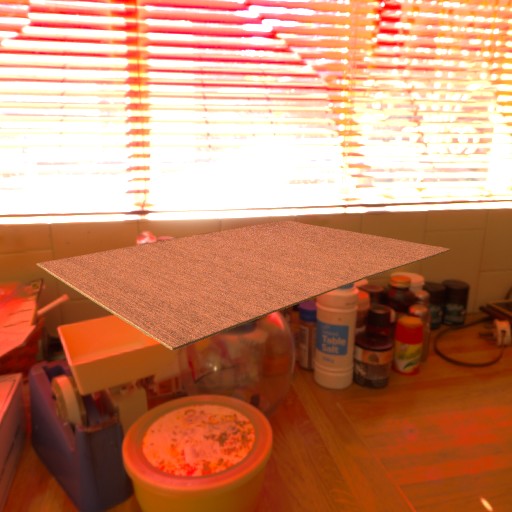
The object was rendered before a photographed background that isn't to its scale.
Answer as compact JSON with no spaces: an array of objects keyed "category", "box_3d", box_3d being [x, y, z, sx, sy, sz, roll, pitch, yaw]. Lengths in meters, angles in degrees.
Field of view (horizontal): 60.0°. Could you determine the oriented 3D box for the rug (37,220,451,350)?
[{"category":"rug","box_3d":[0.000,0.000,3.011,2.338,0.030,1.616,-13,20,-41]}]
